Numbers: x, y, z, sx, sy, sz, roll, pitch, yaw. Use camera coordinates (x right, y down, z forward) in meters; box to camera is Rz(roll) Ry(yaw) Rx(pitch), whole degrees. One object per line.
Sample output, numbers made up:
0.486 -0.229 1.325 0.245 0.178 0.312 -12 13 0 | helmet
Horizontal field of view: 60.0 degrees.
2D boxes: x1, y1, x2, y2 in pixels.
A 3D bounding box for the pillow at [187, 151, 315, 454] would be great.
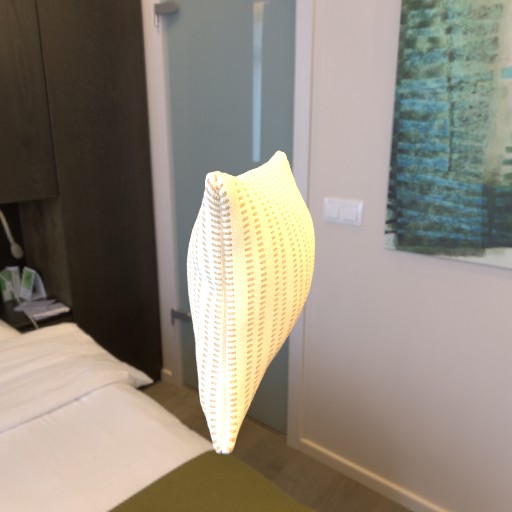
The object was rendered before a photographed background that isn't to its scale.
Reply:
0.000 0.000 0.811 0.210 0.353 0.640 3 16 9 | pillow
